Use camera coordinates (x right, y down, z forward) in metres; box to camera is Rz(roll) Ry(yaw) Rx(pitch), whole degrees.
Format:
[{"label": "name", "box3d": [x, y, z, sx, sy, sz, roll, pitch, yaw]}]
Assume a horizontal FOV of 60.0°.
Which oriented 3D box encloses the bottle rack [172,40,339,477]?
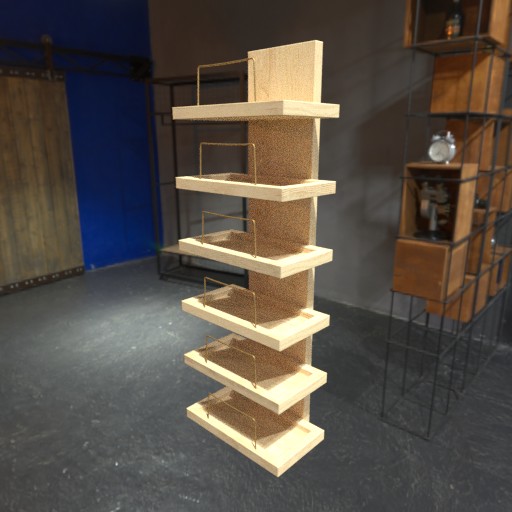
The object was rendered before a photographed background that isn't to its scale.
[{"label": "bottle rack", "box3d": [0.000, 0.000, 1.064, 0.330, 0.943, 0.206, 14, 21, 41]}]
